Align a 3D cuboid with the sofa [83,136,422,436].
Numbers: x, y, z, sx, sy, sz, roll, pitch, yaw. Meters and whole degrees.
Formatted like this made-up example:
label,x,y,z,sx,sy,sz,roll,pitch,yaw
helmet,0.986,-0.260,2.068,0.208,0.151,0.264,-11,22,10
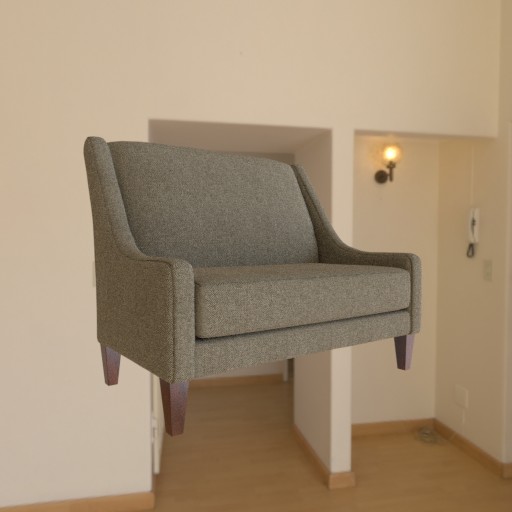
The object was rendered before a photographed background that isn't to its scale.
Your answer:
label,x,y,z,sx,sy,sz,roll,pitch,yaw
sofa,0.000,0.000,1.931,1.242,1.021,0.870,-1,2,-36
